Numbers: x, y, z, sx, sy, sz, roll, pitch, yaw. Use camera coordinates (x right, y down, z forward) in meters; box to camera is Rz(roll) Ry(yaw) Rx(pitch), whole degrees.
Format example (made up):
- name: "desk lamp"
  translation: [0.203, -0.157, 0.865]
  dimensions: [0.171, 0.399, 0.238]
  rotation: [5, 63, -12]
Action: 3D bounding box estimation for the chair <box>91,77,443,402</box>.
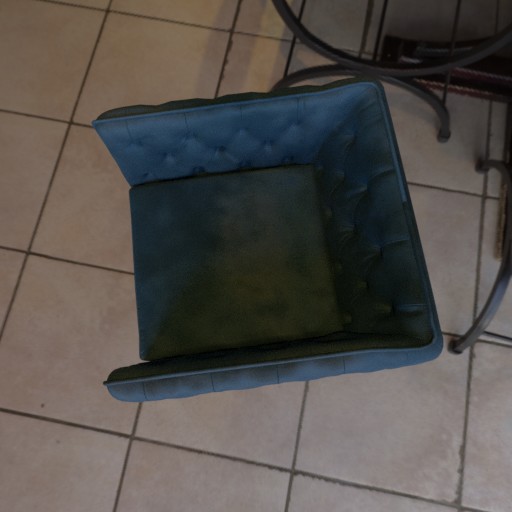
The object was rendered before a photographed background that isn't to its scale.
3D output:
- name: "chair"
  translation: [0.000, 0.000, 1.554]
  dimensions: [0.877, 0.771, 0.868]
  rotation: [-7, 76, -2]
